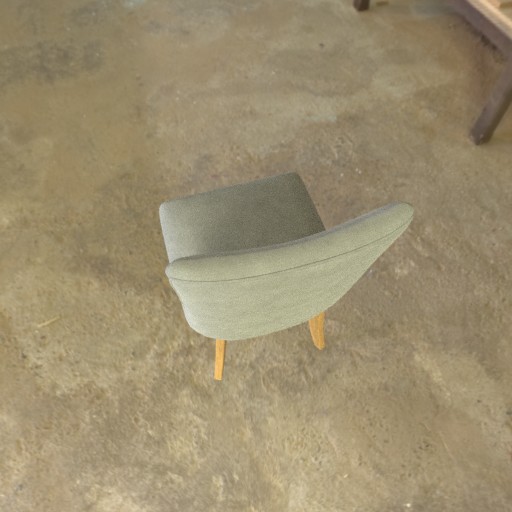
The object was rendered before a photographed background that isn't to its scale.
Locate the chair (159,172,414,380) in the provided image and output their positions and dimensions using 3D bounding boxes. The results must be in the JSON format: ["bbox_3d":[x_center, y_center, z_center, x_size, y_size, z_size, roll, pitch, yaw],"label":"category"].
[{"bbox_3d":[0.000,0.000,1.291,0.495,0.902,0.610,-15,60,-9],"label":"chair"}]
